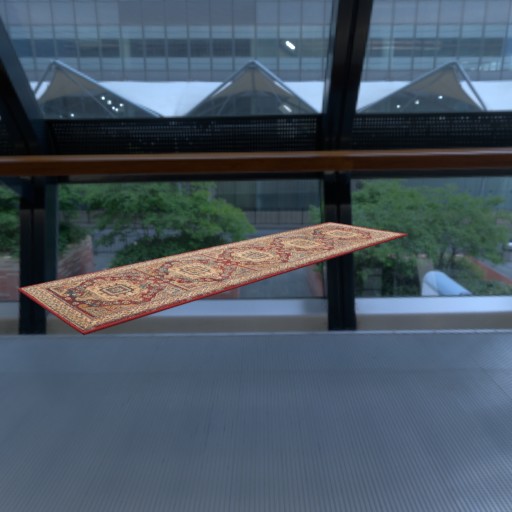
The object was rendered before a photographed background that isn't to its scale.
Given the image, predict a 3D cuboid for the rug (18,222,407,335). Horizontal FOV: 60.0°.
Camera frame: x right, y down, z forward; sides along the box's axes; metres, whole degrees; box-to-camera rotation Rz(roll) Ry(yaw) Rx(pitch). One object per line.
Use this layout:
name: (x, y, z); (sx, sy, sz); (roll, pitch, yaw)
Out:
rug: (0.000, 0.000, 2.498); (2.292, 0.015, 0.659); (-14, 20, -43)
